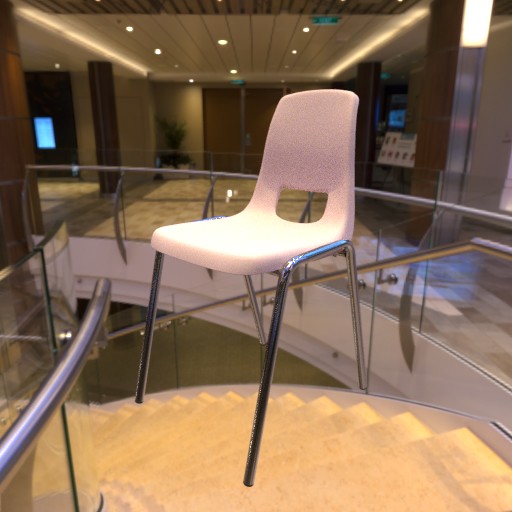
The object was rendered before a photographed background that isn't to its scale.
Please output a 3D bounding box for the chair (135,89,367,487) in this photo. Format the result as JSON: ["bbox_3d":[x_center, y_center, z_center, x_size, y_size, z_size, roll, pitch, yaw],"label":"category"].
[{"bbox_3d":[0.000,0.000,0.968,0.381,0.704,0.436,15,22,42],"label":"chair"}]
